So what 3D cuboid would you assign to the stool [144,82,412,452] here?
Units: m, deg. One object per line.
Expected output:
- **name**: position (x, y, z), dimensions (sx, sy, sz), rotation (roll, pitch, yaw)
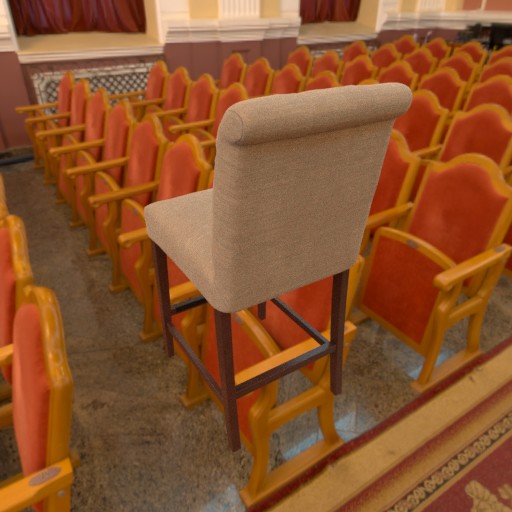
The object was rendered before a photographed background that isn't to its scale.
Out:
- **stool**: position (0.000, 0.000, 1.401), dimensions (0.486, 1.084, 0.660), rotation (-18, 35, -28)
